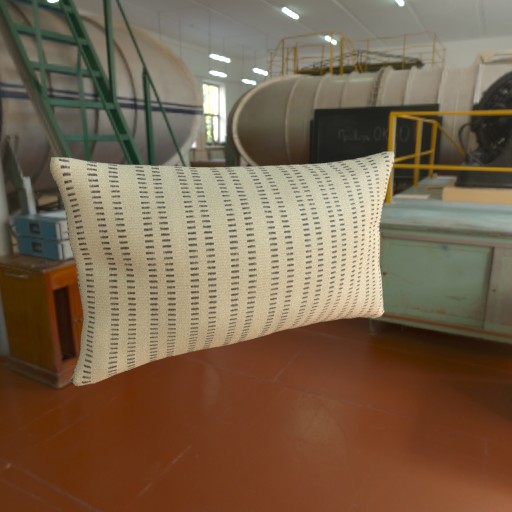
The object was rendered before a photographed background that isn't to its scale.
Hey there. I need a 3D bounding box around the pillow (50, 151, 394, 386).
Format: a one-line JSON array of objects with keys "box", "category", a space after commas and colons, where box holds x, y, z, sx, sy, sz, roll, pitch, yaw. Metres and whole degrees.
[{"box": [0.000, 0.000, 0.784, 0.640, 0.353, 0.210, -8, 16, -27], "category": "pillow"}]
